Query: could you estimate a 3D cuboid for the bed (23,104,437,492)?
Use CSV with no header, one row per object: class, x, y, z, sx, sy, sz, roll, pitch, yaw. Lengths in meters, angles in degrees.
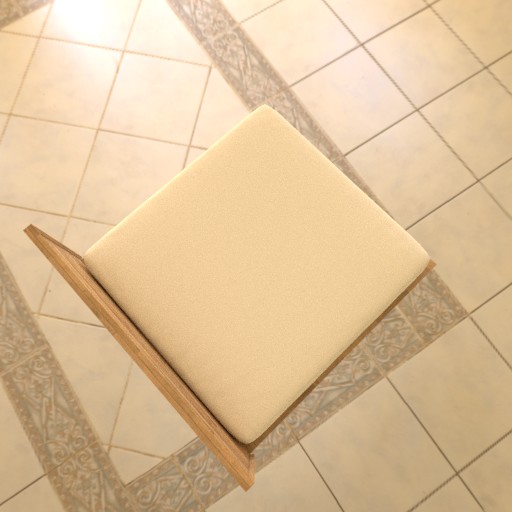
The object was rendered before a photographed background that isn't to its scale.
bed,0.000,0.000,3.390,2.167,1.100,2.116,-42,79,-10
